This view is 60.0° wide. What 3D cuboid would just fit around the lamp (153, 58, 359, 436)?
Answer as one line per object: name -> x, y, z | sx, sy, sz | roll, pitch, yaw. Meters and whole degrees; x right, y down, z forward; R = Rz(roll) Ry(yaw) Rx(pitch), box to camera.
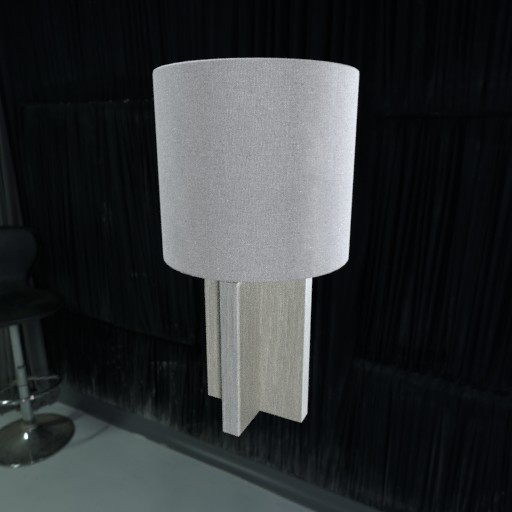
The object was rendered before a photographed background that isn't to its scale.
lamp -> 0.000, 0.000, 0.559 | 0.229, 0.428, 0.229 | 8, 17, 25
